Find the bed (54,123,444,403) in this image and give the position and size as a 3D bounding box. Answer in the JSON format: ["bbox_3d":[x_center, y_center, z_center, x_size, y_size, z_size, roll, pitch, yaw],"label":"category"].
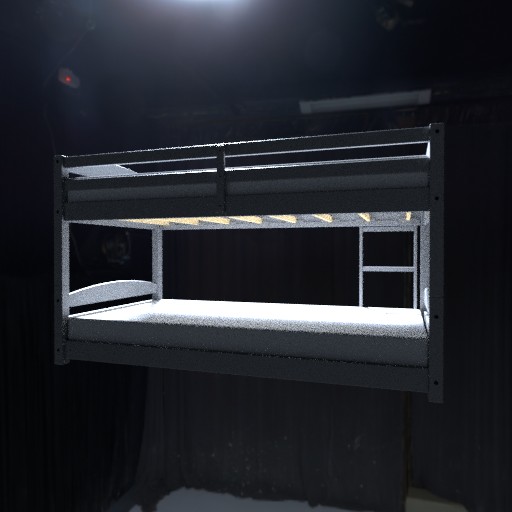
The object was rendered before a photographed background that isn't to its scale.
[{"bbox_3d":[0.000,0.000,2.678,2.013,1.206,1.105,0,1,18],"label":"bed"}]
